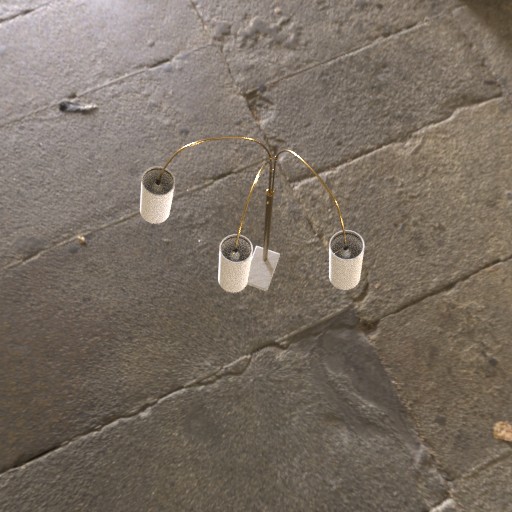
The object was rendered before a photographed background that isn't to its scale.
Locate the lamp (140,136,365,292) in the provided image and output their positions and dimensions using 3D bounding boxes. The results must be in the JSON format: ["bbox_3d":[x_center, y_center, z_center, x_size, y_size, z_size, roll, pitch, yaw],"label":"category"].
[{"bbox_3d":[0.000,0.000,2.555,1.020,2.055,0.667,19,76,5],"label":"lamp"}]
